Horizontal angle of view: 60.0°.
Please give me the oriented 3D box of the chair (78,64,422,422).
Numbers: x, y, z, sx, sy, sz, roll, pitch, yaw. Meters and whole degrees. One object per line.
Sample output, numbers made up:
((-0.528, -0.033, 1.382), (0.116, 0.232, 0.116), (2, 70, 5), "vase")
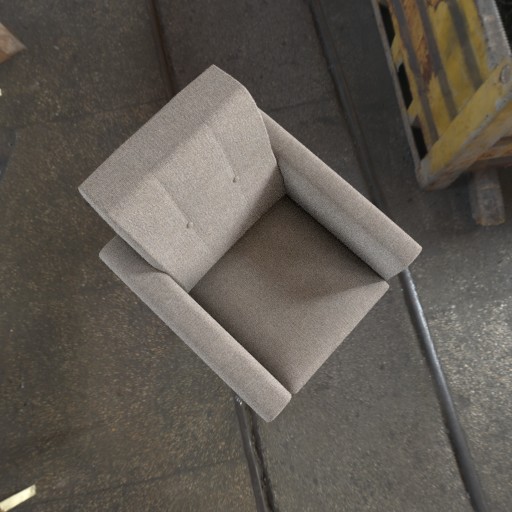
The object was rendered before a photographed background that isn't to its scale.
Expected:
((0.000, 0.000, 1.744), (0.942, 0.968, 0.845), (42, 80, 9), "chair")
